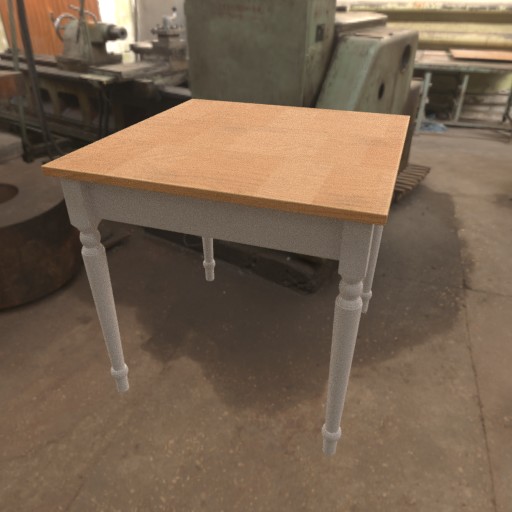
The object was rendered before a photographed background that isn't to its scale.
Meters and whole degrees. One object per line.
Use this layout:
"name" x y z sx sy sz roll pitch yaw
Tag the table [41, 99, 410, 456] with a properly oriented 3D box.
"table" 0.000 0.000 1.365 0.747 0.738 0.747 10 33 17
